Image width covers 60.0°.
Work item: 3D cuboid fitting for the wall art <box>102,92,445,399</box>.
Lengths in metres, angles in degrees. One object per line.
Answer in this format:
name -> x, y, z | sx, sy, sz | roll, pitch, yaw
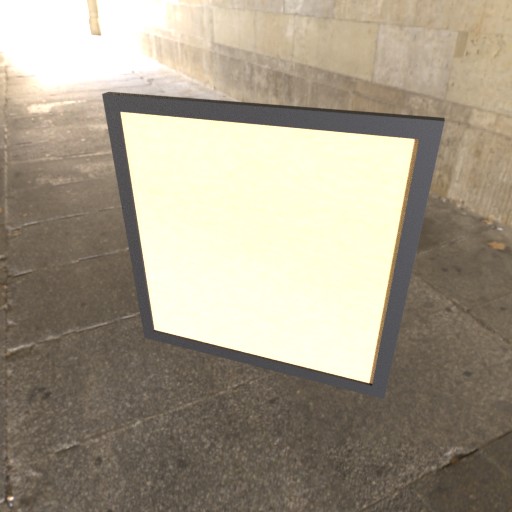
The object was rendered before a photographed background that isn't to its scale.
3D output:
wall art -> 0.000, 0.000, 0.536 | 0.356, 0.356, 0.013 | 10, 33, 16
